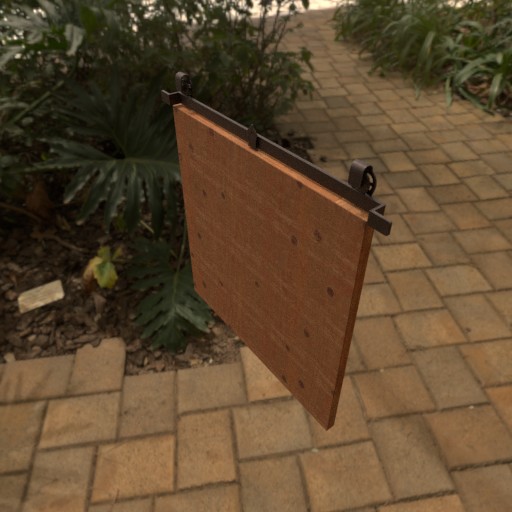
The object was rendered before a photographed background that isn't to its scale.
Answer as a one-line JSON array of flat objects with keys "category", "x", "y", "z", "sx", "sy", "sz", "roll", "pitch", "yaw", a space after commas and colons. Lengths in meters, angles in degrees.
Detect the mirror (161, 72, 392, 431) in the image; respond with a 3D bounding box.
[{"category": "mirror", "x": 0.000, "y": 0.000, "z": 1.206, "sx": 0.054, "sy": 0.800, "sz": 0.805, "roll": -25, "pitch": 45, "yaw": -28}]
